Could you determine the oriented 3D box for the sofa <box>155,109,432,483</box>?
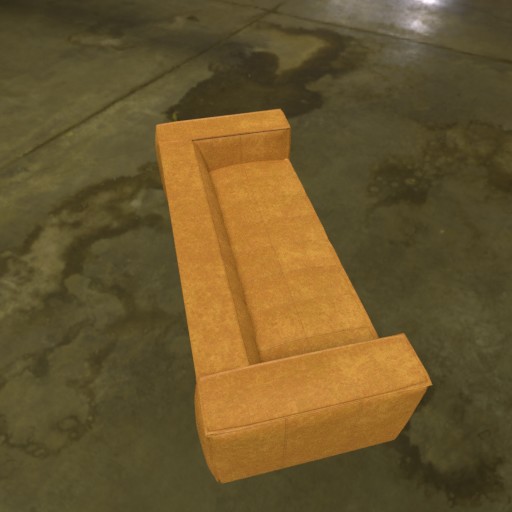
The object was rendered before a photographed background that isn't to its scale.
[{"bbox_3d":[0.000,0.000,2.995,1.102,0.701,2.581,-10,48,-9],"label":"sofa"}]
